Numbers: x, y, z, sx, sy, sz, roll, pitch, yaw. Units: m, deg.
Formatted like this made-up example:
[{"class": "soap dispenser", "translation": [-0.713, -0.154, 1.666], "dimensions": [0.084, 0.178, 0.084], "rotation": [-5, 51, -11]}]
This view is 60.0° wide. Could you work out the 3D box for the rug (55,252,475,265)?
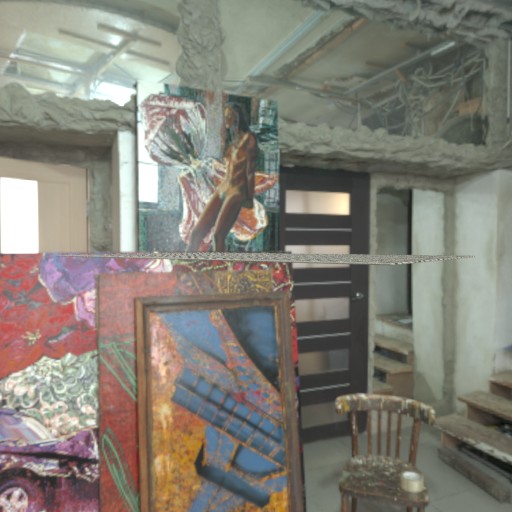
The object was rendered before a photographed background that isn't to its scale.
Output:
[{"class": "rug", "translation": [0.000, 0.000, 3.009], "dimensions": [2.438, 0.008, 1.523], "rotation": [1, 2, 37]}]
